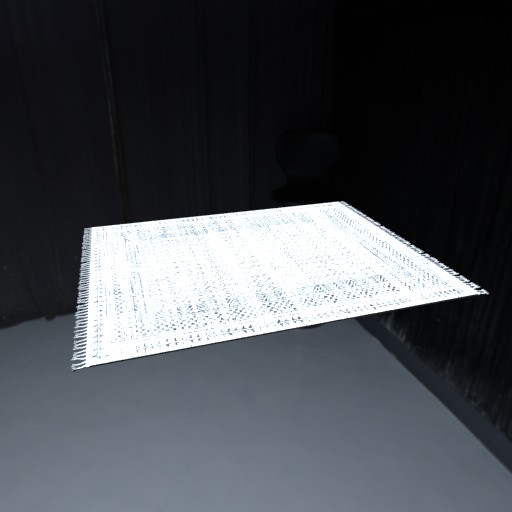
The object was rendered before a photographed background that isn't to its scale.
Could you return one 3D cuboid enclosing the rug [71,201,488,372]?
[{"bbox_3d":[0.000,0.000,3.891,2.940,0.013,2.312,-8,26,-16],"label":"rug"}]
